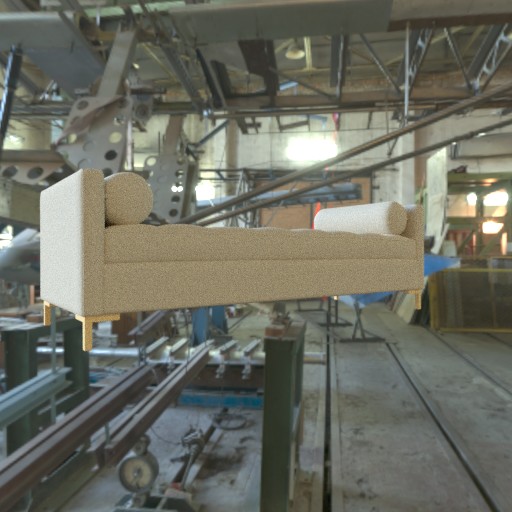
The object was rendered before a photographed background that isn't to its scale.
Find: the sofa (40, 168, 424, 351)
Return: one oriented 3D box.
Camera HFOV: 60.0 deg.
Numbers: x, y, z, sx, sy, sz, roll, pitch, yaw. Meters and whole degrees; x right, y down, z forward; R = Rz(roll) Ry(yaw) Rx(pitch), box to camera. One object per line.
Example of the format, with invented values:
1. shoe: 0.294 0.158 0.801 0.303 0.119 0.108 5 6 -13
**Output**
1. sofa: 0.000 0.000 2.361 1.985 0.641 0.746 0 0 -36
